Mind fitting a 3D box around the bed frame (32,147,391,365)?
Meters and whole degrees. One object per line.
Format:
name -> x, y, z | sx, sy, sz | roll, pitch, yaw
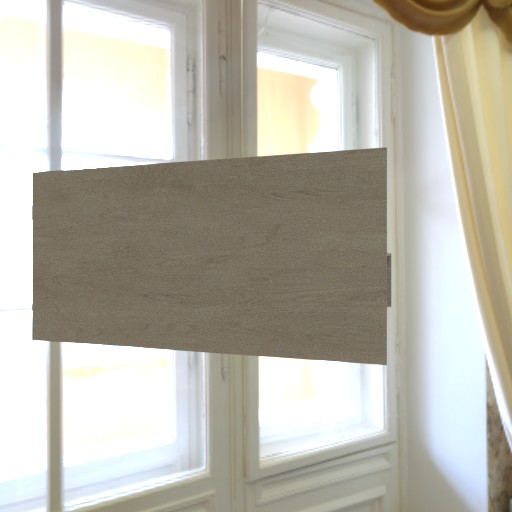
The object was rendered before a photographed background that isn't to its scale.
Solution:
bed frame -> 0.000, 0.000, 2.804 | 1.622, 0.800, 1.960 | 0, 0, 17
